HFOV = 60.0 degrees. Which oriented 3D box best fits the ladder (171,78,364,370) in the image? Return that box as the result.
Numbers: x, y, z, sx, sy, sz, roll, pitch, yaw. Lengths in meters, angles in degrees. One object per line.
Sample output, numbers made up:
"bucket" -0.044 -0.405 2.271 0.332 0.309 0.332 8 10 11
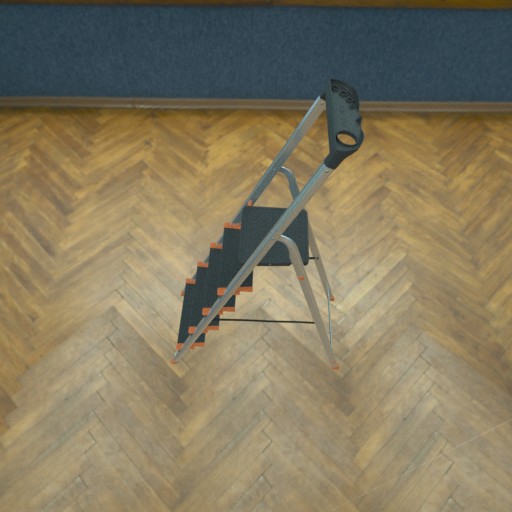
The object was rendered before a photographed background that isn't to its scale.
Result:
"ladder" 0.000 0.000 2.057 0.995 1.646 0.480 2 57 1
